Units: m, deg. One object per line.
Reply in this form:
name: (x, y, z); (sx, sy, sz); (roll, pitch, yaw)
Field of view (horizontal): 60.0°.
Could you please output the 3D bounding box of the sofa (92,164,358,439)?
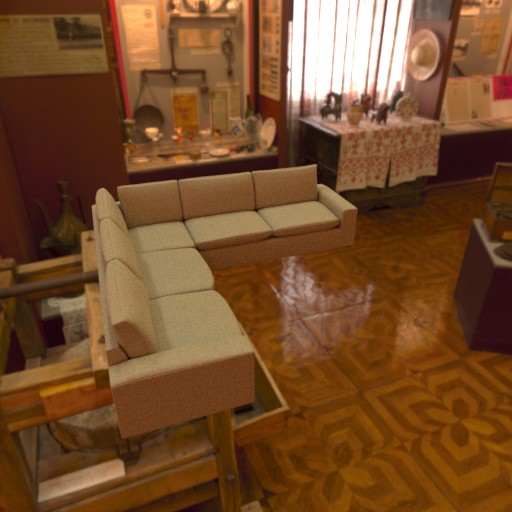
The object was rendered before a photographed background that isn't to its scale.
sofa: (0.000, 0.000, 4.083); (2.742, 0.800, 2.622); (-10, 31, -17)
